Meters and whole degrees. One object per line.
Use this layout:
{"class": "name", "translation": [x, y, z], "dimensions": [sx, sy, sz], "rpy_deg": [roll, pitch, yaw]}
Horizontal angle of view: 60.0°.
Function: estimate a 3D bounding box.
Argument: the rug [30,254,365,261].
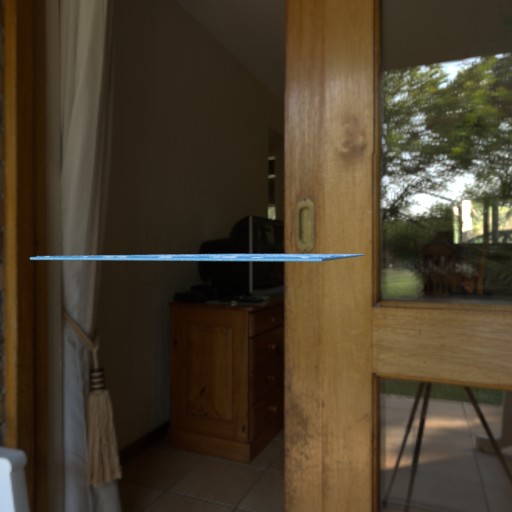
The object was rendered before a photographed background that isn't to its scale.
{"class": "rug", "translation": [0.000, 0.000, 1.404], "dimensions": [0.604, 0.007, 1.219], "rpy_deg": [0, 1, 17]}
